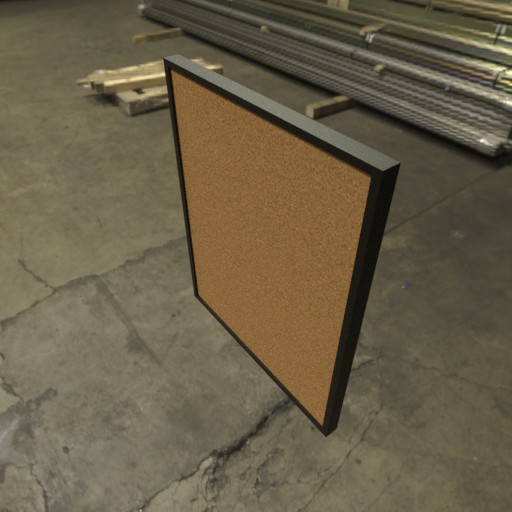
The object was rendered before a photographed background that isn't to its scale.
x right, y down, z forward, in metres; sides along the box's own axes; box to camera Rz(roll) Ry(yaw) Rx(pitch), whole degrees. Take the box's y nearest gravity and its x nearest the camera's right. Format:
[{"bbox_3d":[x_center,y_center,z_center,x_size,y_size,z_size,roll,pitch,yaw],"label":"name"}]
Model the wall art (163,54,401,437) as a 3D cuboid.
[{"bbox_3d":[0.000,0.000,0.777,0.029,0.559,0.457,-27,48,-28],"label":"wall art"}]
